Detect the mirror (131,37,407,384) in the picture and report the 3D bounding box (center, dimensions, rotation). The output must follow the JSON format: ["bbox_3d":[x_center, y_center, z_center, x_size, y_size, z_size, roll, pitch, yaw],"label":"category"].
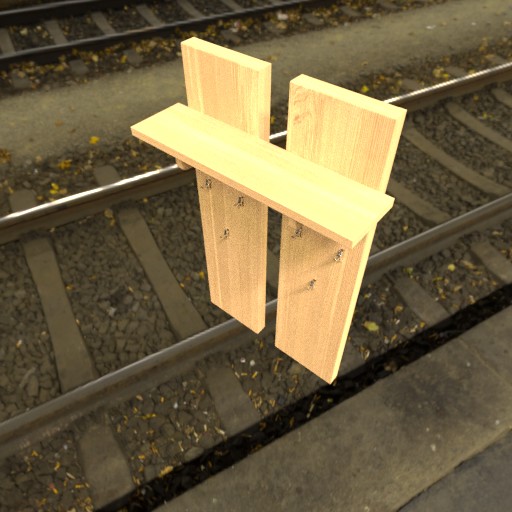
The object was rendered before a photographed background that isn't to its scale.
[{"bbox_3d":[0.000,0.000,1.576,0.800,1.250,0.260,31,54,26],"label":"mirror"}]
